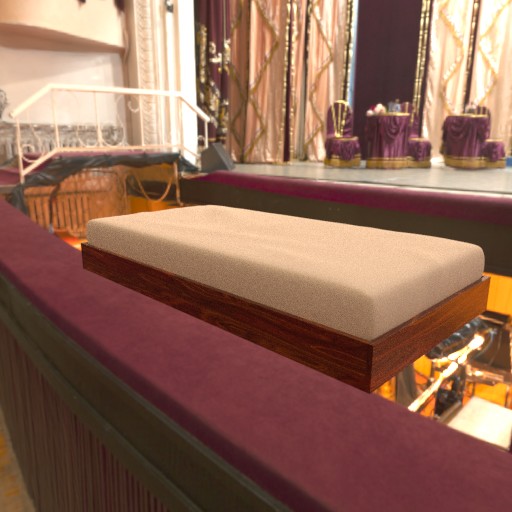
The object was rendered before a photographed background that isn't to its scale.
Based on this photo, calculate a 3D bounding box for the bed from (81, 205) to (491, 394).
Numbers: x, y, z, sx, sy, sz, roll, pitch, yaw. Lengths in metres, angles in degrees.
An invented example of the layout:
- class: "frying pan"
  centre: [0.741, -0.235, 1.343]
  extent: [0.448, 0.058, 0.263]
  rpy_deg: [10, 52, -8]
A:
- class: "bed"
  centre: [0.000, 0.000, 2.182]
  extent: [0.940, 0.312, 1.860]
  rpy_deg: [-14, 20, -43]
